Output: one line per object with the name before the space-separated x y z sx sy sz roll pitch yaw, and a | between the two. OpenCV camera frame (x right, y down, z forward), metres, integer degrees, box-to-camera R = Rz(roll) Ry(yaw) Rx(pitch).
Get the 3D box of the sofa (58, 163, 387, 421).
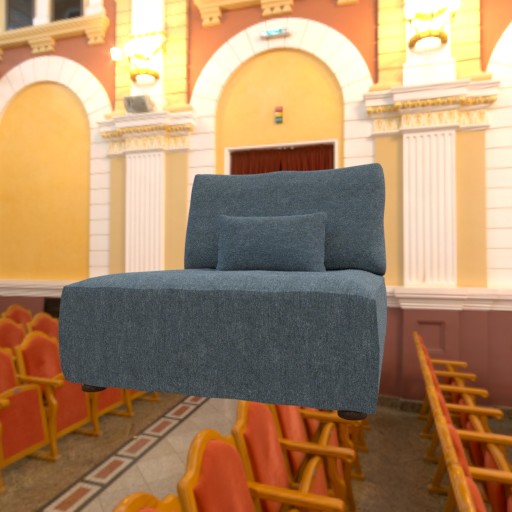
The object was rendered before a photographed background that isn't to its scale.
sofa | 0.000 0.000 1.664 0.930 0.820 1.000 0 0 17
